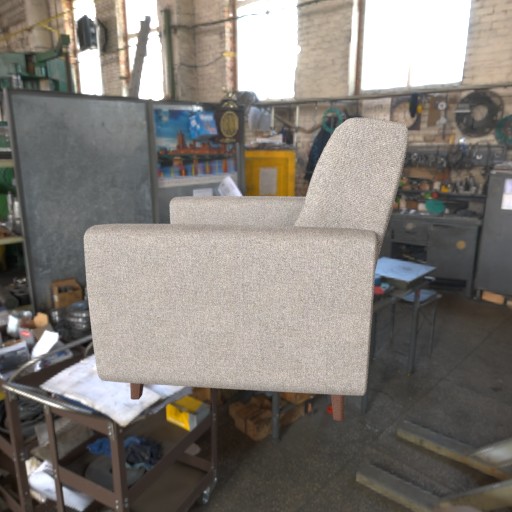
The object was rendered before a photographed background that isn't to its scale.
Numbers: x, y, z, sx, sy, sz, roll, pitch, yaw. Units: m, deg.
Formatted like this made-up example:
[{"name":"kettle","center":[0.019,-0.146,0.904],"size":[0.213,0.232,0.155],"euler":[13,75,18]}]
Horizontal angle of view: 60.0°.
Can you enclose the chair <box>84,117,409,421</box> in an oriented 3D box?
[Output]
[{"name":"chair","center":[0.000,0.000,1.652],"size":[0.942,0.968,0.845],"euler":[3,15,10]}]
